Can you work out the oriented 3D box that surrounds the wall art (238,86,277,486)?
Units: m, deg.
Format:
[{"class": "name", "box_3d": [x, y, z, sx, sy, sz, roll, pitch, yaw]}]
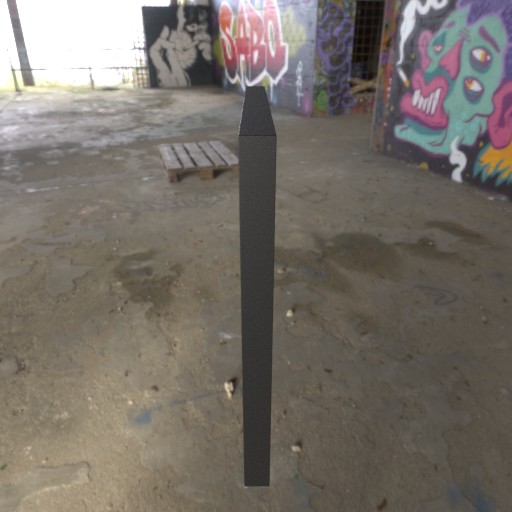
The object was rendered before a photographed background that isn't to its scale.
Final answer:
[{"class": "wall art", "box_3d": [0.000, 0.000, 0.767, 0.037, 0.506, 0.506, 0, 26, 0]}]
